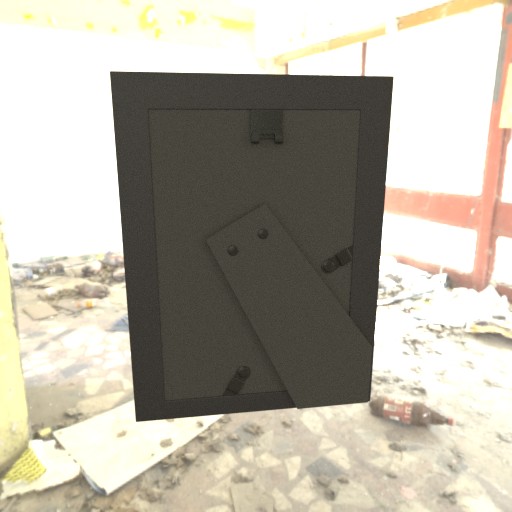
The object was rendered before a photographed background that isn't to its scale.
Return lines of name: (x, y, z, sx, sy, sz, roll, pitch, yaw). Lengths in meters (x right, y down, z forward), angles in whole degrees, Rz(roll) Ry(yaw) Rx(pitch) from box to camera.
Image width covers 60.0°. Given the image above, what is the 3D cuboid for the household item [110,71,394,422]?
household item: (0.000, 0.000, 0.233, 0.133, 0.178, 0.022, -2, 15, -8)
